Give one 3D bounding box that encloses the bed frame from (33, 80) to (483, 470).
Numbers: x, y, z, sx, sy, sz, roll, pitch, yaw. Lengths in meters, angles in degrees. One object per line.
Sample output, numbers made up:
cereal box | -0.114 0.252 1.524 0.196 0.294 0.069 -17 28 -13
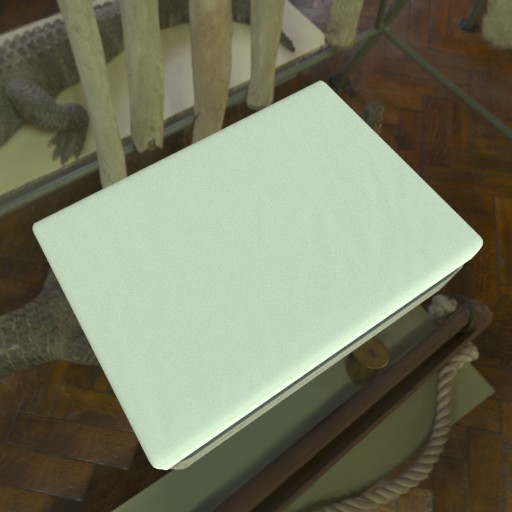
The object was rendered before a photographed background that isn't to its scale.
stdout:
bed frame | 0.000 0.000 2.495 1.900 0.561 1.400 -31 68 -14
